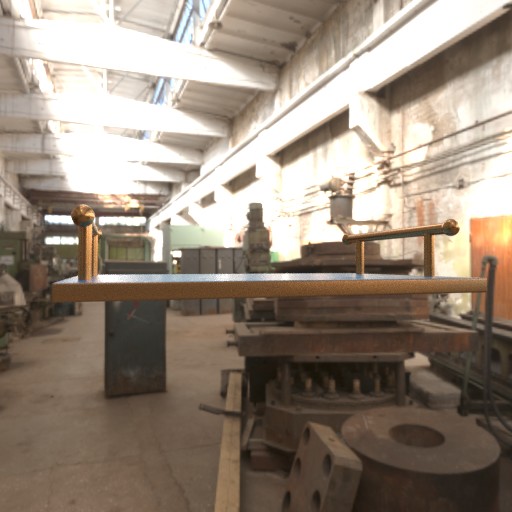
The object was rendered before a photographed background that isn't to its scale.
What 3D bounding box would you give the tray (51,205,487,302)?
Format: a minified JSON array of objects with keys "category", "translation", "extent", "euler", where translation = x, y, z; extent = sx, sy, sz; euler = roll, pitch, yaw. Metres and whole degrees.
[{"category":"tray","translation":[0.000,0.000,0.570],"extent":[0.444,0.084,0.304],"euler":[0,-1,-18]}]
